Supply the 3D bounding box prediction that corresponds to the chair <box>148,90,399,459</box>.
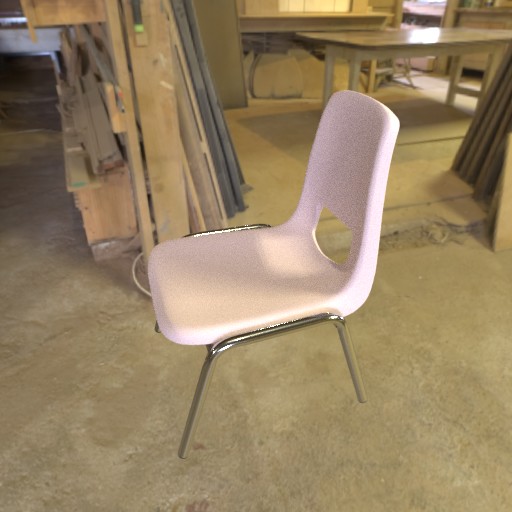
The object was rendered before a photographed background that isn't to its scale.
[{"bbox_3d":[0.000,0.000,0.801,0.385,0.537,0.354,-9,33,-15],"label":"chair"}]
